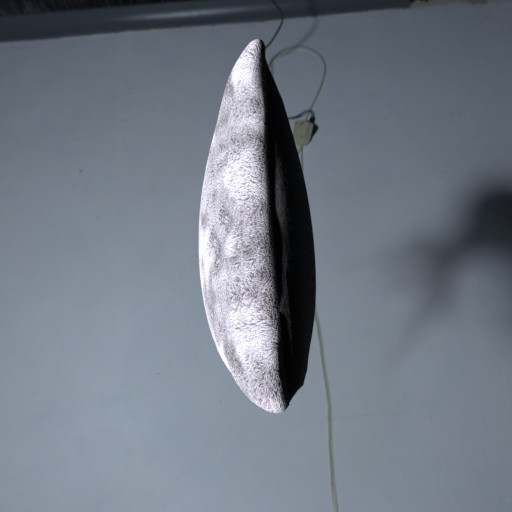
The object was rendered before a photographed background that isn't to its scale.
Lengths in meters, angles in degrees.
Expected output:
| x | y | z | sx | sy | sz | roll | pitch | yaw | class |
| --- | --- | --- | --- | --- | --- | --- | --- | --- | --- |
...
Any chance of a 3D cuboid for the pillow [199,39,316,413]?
| x | y | z | sx | sy | sz | roll | pitch | yaw | class |
| --- | --- | --- | --- | --- | --- | --- | --- | --- | --- |
| 0.000 | 0.000 | 0.814 | 0.204 | 0.520 | 0.522 | -3 | 76 | -1 | pillow |
